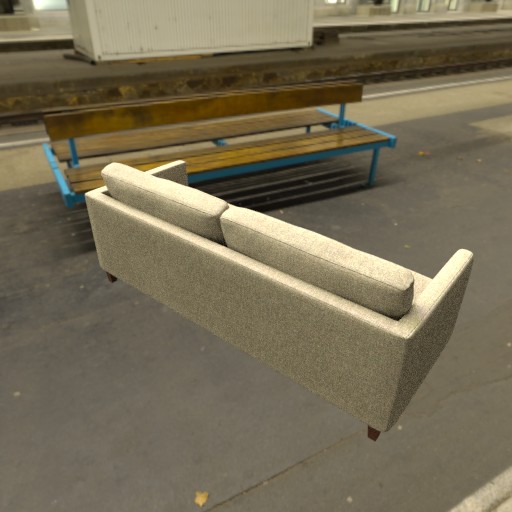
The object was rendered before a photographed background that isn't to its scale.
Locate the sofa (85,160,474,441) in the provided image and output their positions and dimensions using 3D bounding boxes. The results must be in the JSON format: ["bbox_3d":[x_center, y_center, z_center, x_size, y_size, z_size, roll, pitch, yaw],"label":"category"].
[{"bbox_3d":[0.000,0.000,2.938,2.434,0.951,0.948,23,38,33],"label":"sofa"}]
